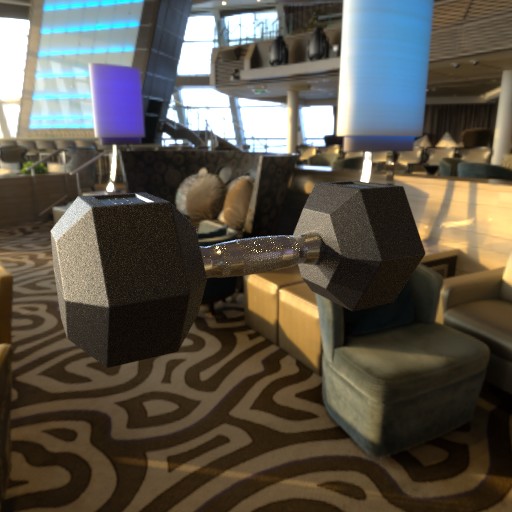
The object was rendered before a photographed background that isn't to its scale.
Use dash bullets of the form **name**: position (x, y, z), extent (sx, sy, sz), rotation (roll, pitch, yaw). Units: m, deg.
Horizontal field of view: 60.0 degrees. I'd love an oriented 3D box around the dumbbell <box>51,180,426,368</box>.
- **dumbbell**: position (0.000, 0.000, 0.383), extent (0.315, 0.113, 0.129), rotation (-8, 17, -27)
